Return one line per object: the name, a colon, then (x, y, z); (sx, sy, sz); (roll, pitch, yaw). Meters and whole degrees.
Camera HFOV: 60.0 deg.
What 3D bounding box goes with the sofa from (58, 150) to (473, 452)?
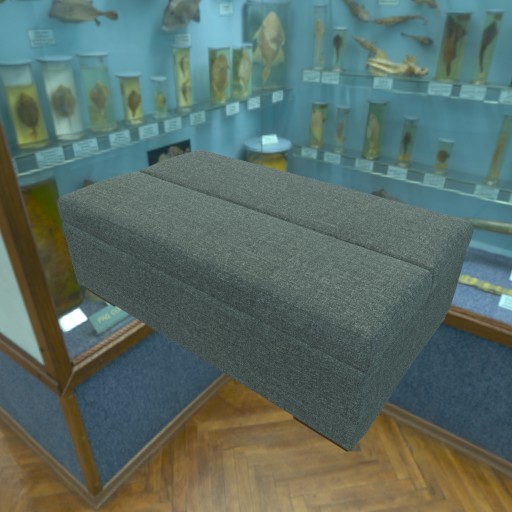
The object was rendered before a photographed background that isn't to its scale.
sofa: (0.000, 0.000, 1.576); (1.198, 0.417, 0.782); (22, 37, 32)
